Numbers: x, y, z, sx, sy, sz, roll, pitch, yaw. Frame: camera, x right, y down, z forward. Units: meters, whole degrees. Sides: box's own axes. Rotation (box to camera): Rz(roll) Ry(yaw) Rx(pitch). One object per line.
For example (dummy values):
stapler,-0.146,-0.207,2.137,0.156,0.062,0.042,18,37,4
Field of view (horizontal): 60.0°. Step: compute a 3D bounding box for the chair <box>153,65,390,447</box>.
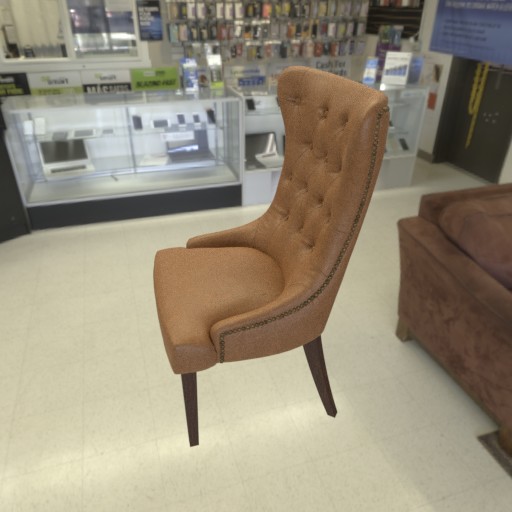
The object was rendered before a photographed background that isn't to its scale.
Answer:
chair,0.000,0.000,1.441,0.669,1.065,0.611,-8,32,-13
